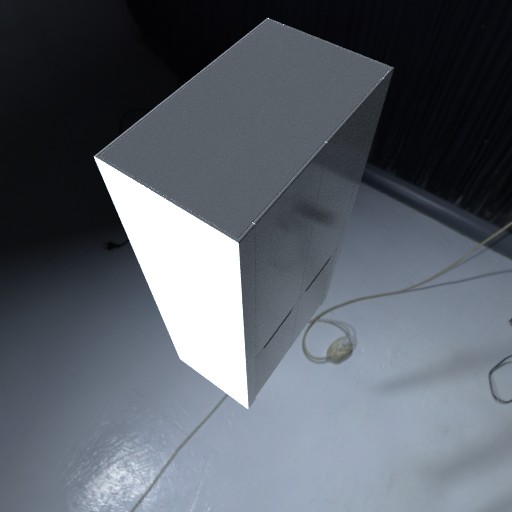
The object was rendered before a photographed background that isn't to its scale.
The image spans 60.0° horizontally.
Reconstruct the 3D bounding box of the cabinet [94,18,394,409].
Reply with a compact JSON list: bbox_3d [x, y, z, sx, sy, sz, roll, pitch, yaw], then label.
[{"bbox_3d":[0.000,0.000,2.357,0.580,1.920,0.980,31,63,18],"label":"cabinet"}]
